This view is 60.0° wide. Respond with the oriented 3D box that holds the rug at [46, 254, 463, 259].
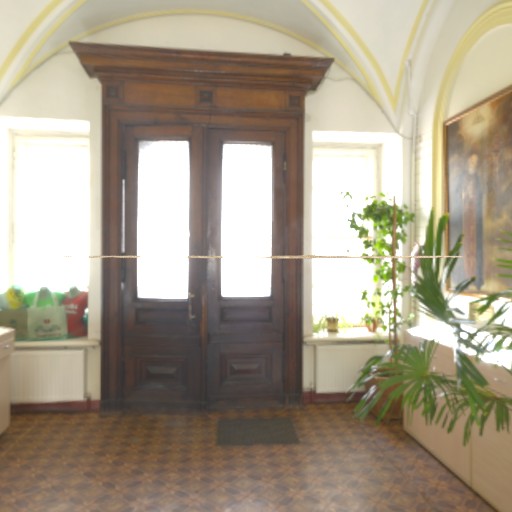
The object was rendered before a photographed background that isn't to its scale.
[{"bbox_3d":[0.000,0.000,3.303,2.455,0.025,1.964,0,0,38],"label":"rug"}]
